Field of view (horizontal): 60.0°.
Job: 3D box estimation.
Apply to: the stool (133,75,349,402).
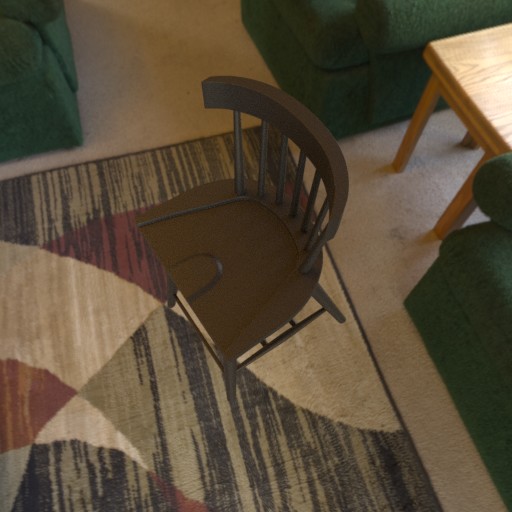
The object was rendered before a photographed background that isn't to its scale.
[{"bbox_3d":[0.000,0.000,1.325,0.549,0.953,0.494,-31,67,-15],"label":"stool"}]
